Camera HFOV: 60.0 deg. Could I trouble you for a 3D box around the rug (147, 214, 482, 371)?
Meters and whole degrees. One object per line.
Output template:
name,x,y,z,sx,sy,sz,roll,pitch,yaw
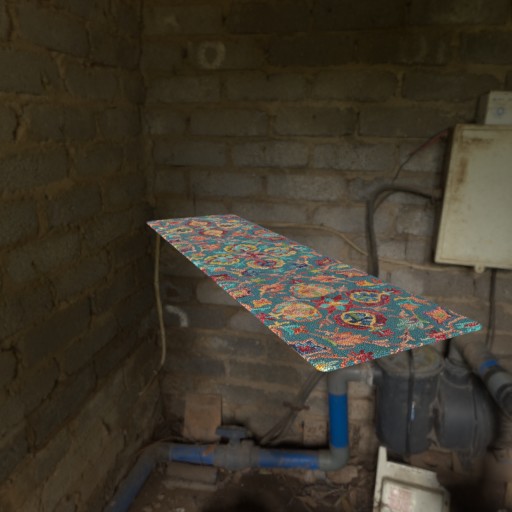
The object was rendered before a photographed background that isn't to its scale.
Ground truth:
rug,0.000,0.000,2.396,0.686,0.013,2.286,-8,18,-25
